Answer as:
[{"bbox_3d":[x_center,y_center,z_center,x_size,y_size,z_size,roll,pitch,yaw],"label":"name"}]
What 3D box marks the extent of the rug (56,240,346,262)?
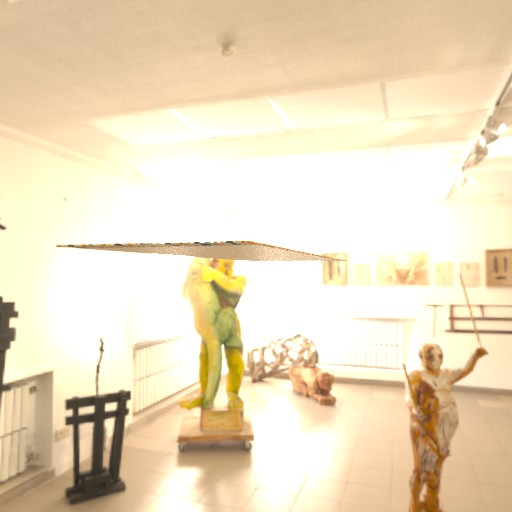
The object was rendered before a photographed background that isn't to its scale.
[{"bbox_3d":[0.000,0.000,2.688,0.783,0.010,2.437,-1,-2,18],"label":"rug"}]
